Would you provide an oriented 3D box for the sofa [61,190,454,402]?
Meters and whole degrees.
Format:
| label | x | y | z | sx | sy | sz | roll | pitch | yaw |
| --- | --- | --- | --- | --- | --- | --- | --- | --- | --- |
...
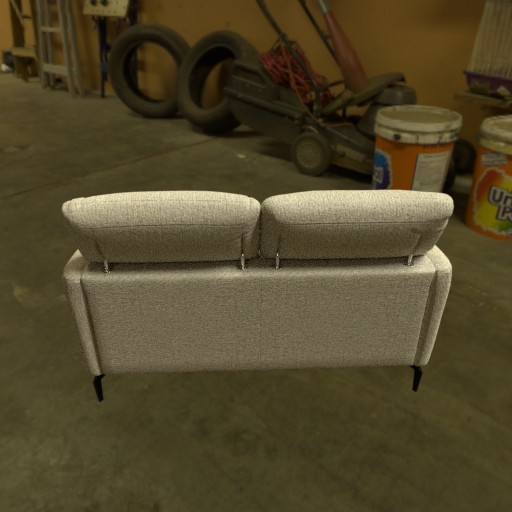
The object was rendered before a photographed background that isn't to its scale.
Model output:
| label | x | y | z | sx | sy | sz | roll | pitch | yaw |
| --- | --- | --- | --- | --- | --- | --- | --- | --- | --- |
| sofa | 0.000 | 0.000 | 2.084 | 1.540 | 0.950 | 0.905 | -1 | 30 | -2 |
